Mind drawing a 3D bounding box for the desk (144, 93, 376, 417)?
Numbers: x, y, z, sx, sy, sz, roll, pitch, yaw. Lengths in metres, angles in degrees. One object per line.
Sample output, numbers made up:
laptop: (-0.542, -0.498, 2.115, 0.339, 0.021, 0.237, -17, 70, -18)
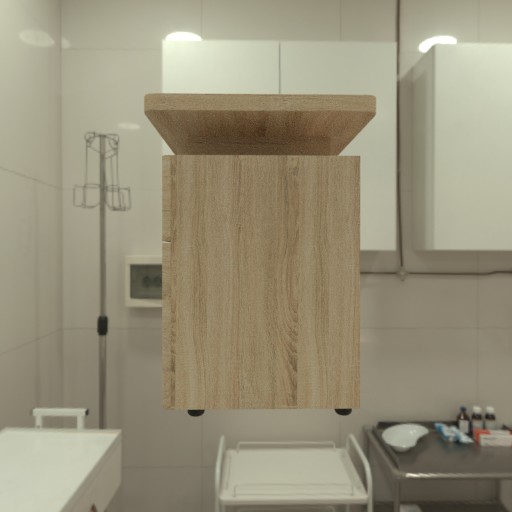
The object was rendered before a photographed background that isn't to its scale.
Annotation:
desk: (0.000, 0.000, 1.628, 0.550, 0.760, 1.200, 0, 0, -1)
